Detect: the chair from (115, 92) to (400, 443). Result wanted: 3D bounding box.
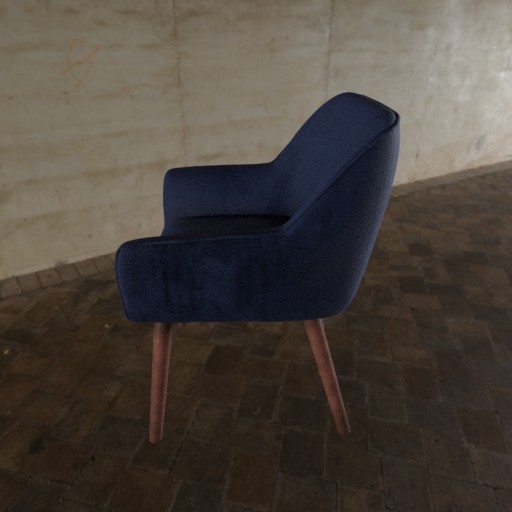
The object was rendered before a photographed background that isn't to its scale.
[{"bbox_3d":[0.000,0.000,1.226,0.600,0.820,0.600,0,26,0],"label":"chair"}]
